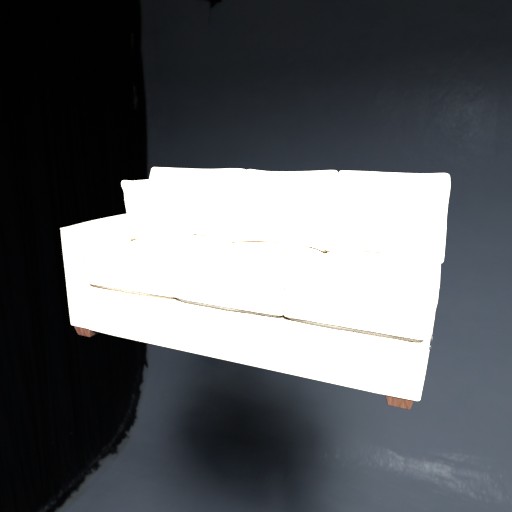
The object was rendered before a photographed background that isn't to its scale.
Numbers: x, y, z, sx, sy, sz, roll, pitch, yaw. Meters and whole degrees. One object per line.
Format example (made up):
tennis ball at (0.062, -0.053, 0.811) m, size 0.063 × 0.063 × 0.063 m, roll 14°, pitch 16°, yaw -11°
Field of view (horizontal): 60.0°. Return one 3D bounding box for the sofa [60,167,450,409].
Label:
sofa at (0.000, 0.000, 2.526) m, size 1.962 × 0.946 × 1.034 m, roll 6°, pitch 15°, yaw 24°
